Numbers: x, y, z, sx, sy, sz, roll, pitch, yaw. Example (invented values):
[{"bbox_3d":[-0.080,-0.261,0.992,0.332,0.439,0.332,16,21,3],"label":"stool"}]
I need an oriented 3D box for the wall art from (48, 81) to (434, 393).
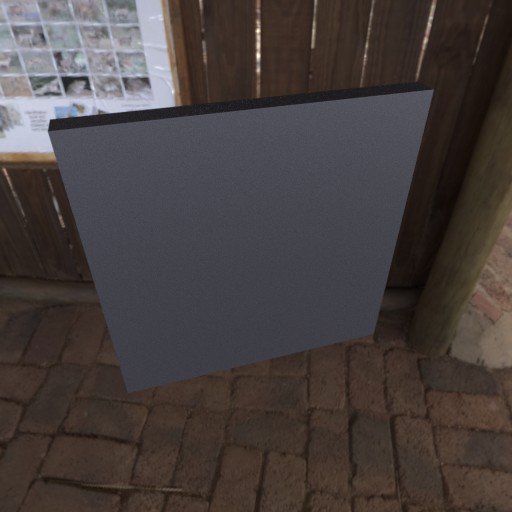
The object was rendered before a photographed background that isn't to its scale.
[{"bbox_3d":[0.000,0.000,0.734,0.507,0.507,0.038,-11,40,-13],"label":"wall art"}]
